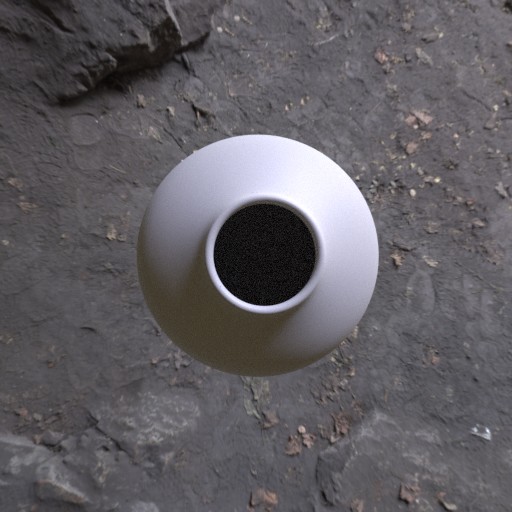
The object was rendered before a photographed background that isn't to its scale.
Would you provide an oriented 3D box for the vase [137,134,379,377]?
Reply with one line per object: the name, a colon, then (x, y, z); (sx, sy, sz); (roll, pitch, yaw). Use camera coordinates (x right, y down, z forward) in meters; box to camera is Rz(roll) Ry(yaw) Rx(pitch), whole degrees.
vase: (0.000, 0.000, 0.349); (0.169, 0.237, 0.169); (0, 90, -2)
